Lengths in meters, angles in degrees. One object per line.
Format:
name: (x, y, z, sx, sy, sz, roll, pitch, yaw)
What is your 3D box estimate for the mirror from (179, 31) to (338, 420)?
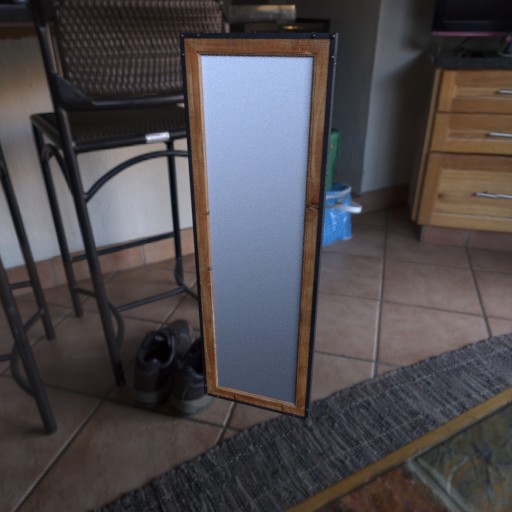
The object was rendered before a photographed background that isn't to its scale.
mirror: (0.000, 0.000, 1.195, 0.354, 1.080, 0.042, 8, 28, 16)
